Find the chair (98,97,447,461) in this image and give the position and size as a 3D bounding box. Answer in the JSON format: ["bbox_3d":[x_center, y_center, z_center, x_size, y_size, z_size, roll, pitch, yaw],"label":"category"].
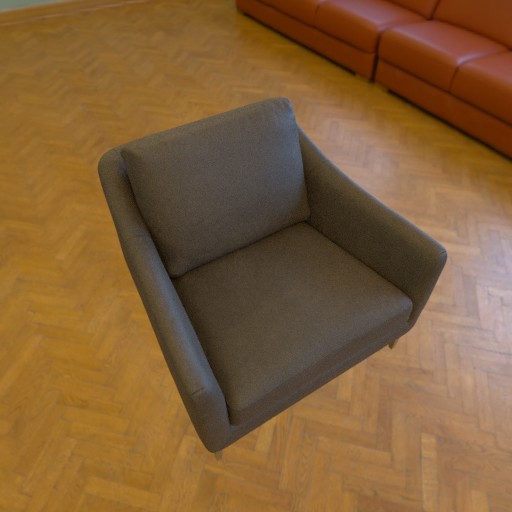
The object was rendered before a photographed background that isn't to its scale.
[{"bbox_3d":[0.000,0.000,1.694,0.988,0.901,0.961,-25,51,-22],"label":"chair"}]
